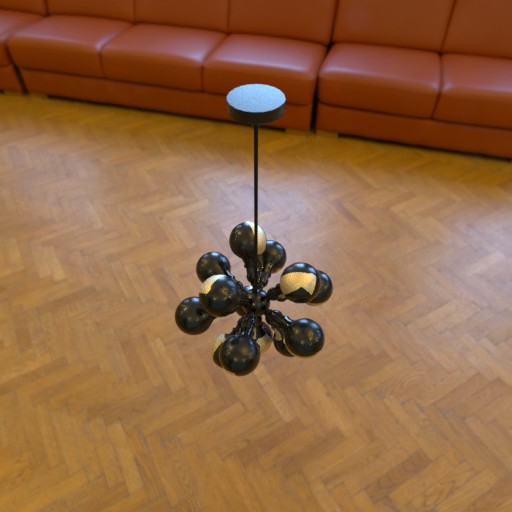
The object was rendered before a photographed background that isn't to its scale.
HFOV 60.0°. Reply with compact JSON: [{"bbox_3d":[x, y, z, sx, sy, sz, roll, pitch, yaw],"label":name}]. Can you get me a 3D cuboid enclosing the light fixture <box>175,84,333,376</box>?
[{"bbox_3d":[0.000,0.000,1.137,0.420,0.859,0.468,10,47,9],"label":"light fixture"}]
